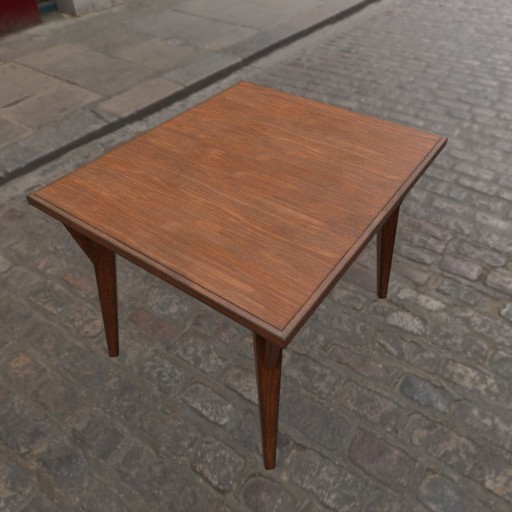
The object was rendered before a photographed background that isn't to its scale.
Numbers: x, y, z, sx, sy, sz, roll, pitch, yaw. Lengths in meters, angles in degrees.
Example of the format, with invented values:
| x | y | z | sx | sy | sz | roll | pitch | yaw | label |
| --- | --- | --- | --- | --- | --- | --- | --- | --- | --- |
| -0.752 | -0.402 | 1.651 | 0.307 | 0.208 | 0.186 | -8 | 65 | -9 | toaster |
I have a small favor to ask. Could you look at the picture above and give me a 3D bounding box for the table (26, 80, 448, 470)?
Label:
| x | y | z | sx | sy | sz | roll | pitch | yaw | label |
| --- | --- | --- | --- | --- | --- | --- | --- | --- | --- |
| 0.000 | 0.000 | 1.582 | 0.838 | 0.761 | 0.991 | 26 | 49 | 25 | table |
